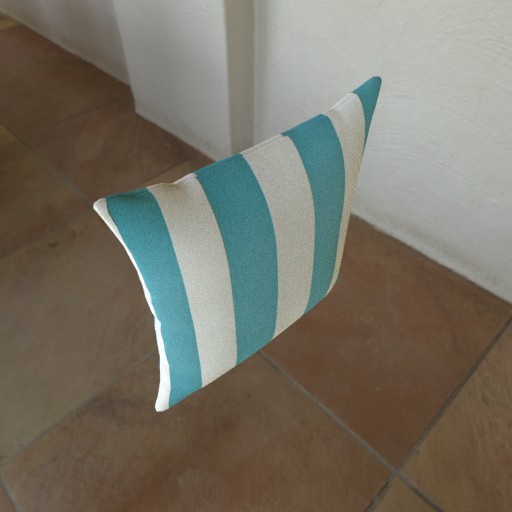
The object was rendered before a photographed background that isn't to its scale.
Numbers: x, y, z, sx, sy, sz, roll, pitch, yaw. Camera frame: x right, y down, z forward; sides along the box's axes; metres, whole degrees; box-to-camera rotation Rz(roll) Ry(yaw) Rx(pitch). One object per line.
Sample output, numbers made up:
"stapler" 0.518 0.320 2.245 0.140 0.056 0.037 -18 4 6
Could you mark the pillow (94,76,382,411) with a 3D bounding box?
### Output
"pillow" 0.000 0.000 0.817 0.536 0.526 0.189 -33 55 -27
